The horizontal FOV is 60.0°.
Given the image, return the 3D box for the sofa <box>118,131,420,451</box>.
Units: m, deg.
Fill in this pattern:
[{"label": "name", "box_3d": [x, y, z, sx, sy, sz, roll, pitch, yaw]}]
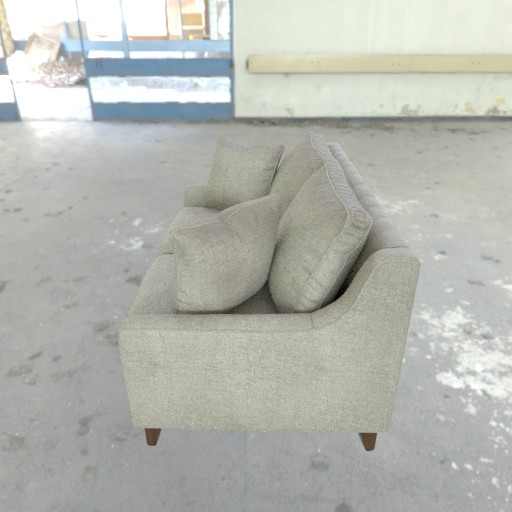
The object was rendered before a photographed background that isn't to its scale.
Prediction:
[{"label": "sofa", "box_3d": [0.000, 0.000, 1.972, 0.915, 0.863, 1.422, 0, 27, 1]}]
